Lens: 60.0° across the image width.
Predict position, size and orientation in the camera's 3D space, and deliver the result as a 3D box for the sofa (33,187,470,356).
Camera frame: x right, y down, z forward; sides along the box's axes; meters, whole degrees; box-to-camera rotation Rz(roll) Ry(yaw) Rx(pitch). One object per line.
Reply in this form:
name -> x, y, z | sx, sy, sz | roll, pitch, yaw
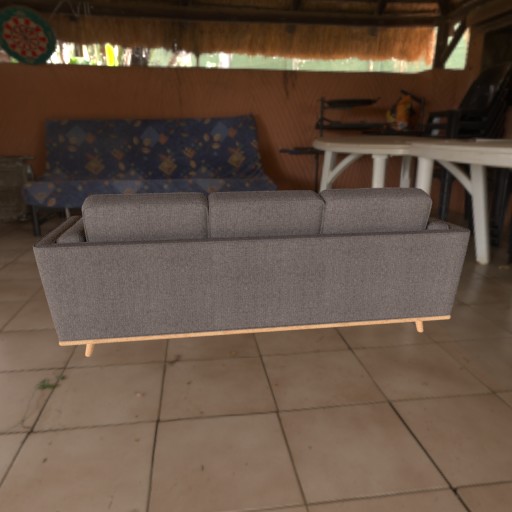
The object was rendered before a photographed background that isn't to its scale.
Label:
sofa -> 0.000, 0.000, 2.787 | 2.362, 0.899, 0.903 | -2, 16, -9
